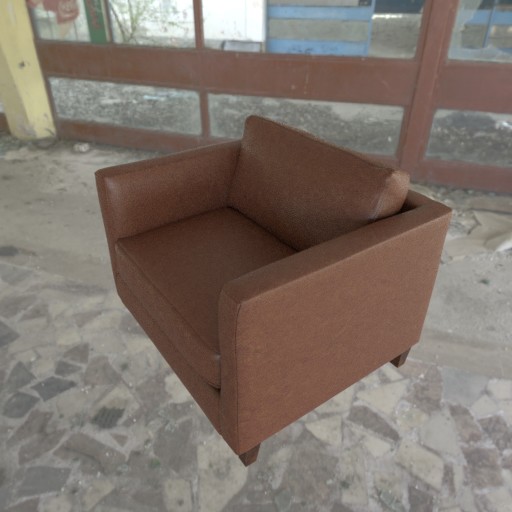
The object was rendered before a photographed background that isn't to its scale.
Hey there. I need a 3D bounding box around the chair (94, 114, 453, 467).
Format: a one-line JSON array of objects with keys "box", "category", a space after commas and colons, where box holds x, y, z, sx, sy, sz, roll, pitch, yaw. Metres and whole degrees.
[{"box": [0.000, 0.000, 1.837, 0.959, 0.917, 1.107, -21, 38, -29], "category": "chair"}]
